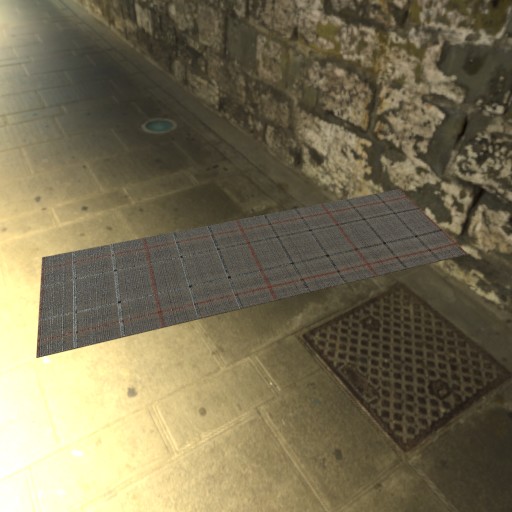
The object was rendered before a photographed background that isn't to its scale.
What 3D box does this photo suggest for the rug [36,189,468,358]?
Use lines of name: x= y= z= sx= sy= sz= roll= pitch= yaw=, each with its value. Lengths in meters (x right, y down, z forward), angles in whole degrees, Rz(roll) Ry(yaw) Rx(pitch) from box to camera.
rug: x=0.000 y=0.000 z=2.660 sx=2.439 sy=0.008 sz=0.762 roll=-12 pitch=42 yaw=-14
